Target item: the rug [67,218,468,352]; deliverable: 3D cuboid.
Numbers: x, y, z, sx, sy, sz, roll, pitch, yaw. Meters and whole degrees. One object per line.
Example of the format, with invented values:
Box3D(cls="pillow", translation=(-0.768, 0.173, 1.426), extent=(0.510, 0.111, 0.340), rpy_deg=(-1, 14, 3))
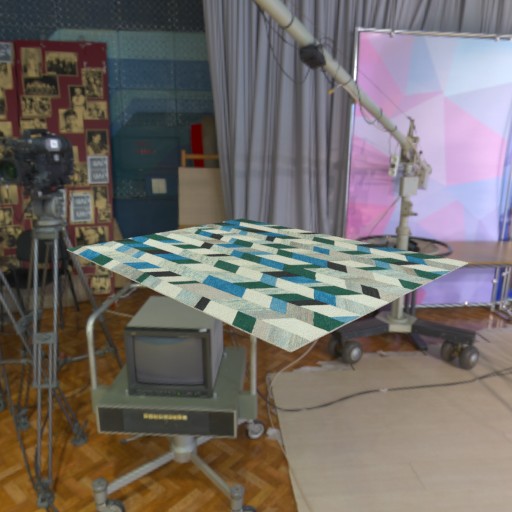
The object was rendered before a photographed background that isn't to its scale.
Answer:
Box3D(cls="rug", translation=(0.000, 0.000, 4.245), extent=(2.440, 0.008, 3.036), rpy_deg=(-15, 21, -42))
